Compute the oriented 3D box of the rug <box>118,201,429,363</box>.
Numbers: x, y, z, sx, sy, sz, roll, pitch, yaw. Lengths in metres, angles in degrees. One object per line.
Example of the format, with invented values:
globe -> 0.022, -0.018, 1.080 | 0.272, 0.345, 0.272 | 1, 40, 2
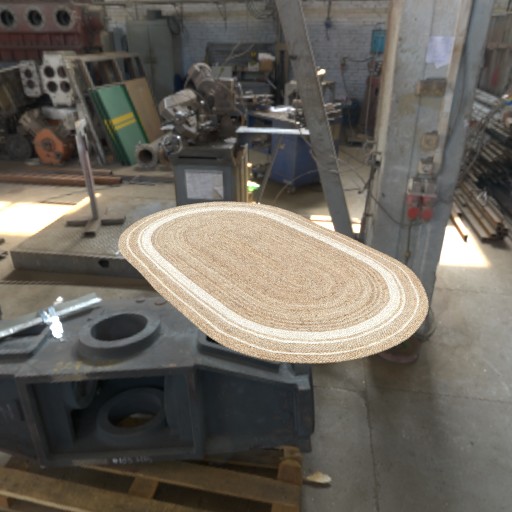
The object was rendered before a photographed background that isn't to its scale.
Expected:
rug -> 0.000, 0.000, 3.089 | 1.520, 0.006, 2.432 | -18, 31, -32
